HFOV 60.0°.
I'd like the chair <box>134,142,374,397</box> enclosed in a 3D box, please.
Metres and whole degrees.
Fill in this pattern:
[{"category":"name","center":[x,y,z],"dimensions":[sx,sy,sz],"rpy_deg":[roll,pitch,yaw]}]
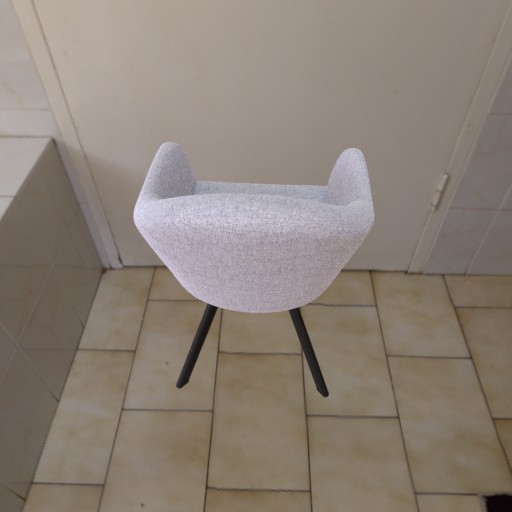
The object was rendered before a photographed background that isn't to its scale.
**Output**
[{"category":"chair","center":[0.000,0.000,1.181],"dimensions":[0.540,0.780,0.570],"rpy_deg":[3,47,2]}]
